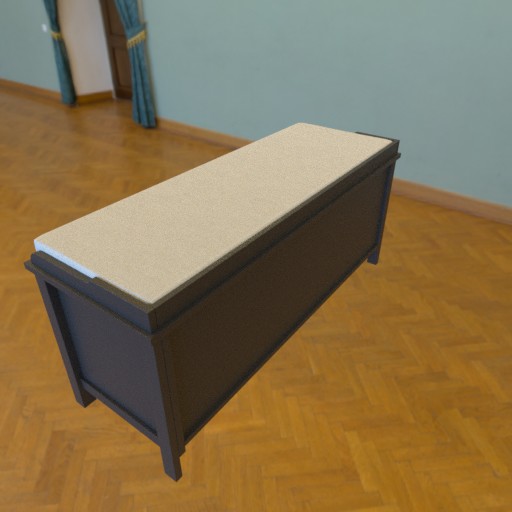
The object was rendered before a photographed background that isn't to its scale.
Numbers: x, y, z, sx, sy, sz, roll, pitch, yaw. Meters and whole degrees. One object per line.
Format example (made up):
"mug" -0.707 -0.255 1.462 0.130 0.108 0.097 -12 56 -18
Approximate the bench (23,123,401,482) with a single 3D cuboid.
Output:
"bench" 0.000 0.000 1.346 0.398 0.501 1.140 22 39 30
